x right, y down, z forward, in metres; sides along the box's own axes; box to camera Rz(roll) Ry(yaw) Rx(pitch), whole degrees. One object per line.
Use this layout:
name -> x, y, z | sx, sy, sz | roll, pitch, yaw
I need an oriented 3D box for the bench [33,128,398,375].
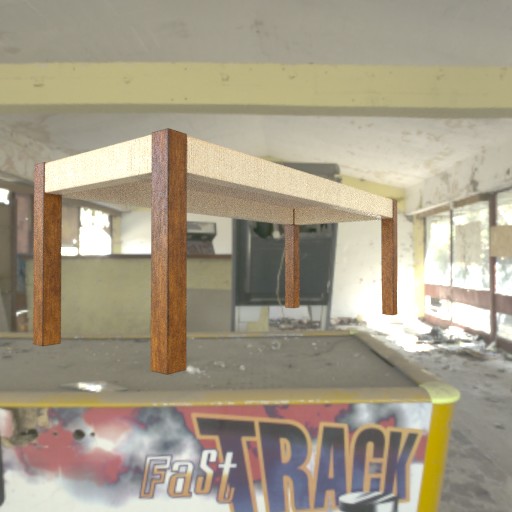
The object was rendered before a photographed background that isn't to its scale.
bench -> 0.000, 0.000, 1.448 | 0.507, 0.457, 1.198 | -1, -1, 37
